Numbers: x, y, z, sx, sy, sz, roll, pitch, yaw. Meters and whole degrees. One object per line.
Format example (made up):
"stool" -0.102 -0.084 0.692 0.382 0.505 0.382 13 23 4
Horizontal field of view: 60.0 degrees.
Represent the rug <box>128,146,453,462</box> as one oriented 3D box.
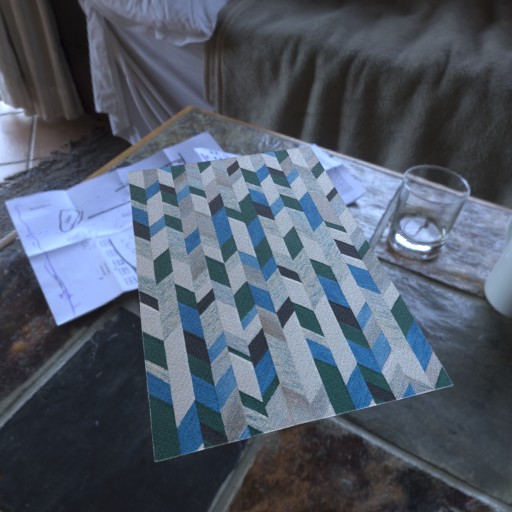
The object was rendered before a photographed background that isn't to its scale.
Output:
"rug" 0.000 0.000 2.319 1.229 0.005 1.827 -10 47 -10
